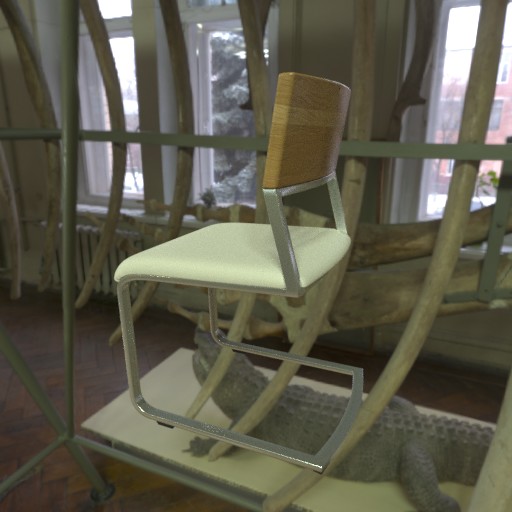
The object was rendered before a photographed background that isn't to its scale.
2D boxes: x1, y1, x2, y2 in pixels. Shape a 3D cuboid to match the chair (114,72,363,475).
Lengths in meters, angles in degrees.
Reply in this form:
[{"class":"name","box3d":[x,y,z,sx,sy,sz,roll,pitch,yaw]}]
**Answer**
[{"class":"chair","box3d":[0.000,0.000,1.175,0.585,0.844,0.467,7,18,23]}]
